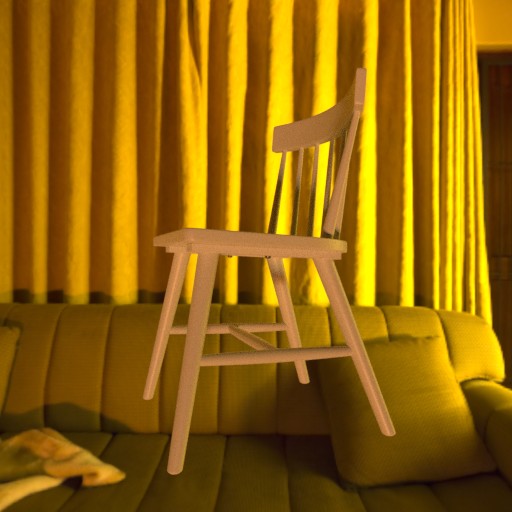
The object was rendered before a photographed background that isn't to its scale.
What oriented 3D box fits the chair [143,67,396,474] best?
[{"bbox_3d":[0.000,0.000,1.091,0.500,0.787,0.483,0,0,-20],"label":"chair"}]
